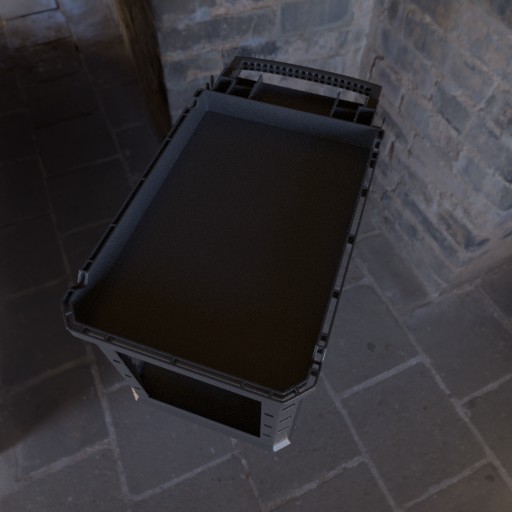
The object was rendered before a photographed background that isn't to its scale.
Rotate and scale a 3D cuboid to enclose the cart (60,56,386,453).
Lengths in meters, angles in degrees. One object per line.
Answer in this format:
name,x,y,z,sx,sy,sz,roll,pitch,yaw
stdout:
cart,0.000,0.000,1.725,0.674,0.884,1.239,16,59,10
